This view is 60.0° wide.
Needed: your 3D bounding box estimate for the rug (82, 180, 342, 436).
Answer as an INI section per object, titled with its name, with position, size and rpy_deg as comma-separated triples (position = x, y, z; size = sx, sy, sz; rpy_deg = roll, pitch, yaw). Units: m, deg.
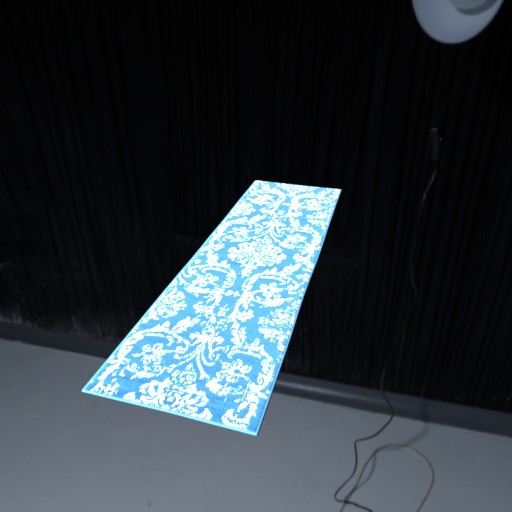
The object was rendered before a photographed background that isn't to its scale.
[rug]
position = 0.000, 0.000, 2.420
size = 0.662, 0.011, 2.196
rpy_deg = 9, 31, 14
